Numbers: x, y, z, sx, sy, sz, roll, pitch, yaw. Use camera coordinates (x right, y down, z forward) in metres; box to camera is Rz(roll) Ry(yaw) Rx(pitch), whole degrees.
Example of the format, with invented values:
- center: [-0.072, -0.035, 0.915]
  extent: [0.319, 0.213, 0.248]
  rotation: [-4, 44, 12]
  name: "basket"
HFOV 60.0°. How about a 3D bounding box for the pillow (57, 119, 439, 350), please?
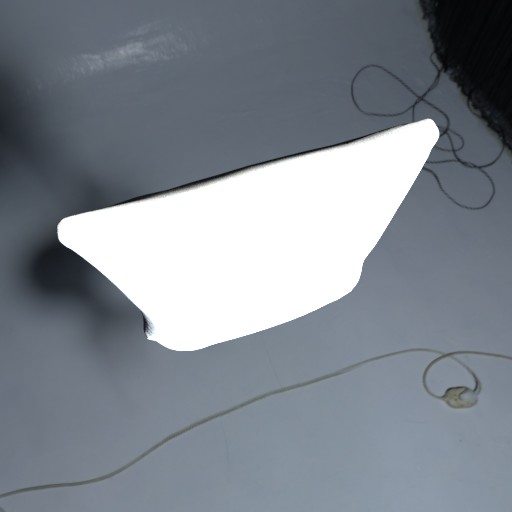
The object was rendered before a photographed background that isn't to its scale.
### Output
- center: [0.000, 0.000, 0.767]
  extent: [0.496, 0.491, 0.219]
  rotation: [-17, 64, -9]
  name: "pillow"
